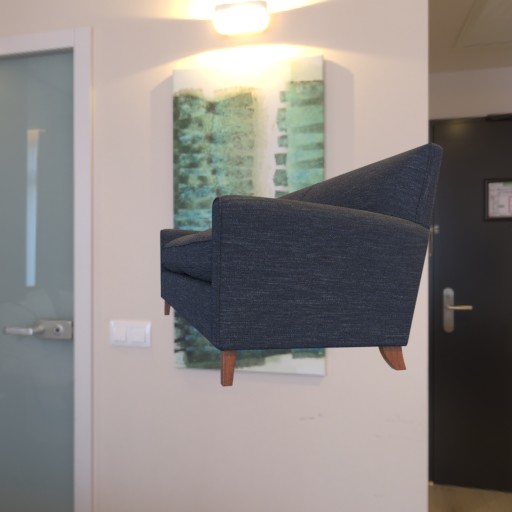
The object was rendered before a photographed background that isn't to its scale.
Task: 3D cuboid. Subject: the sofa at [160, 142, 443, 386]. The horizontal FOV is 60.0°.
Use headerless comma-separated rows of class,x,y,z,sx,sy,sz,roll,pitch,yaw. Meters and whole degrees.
sofa,0.000,0.000,2.431,0.875,0.846,1.976,0,0,-17
